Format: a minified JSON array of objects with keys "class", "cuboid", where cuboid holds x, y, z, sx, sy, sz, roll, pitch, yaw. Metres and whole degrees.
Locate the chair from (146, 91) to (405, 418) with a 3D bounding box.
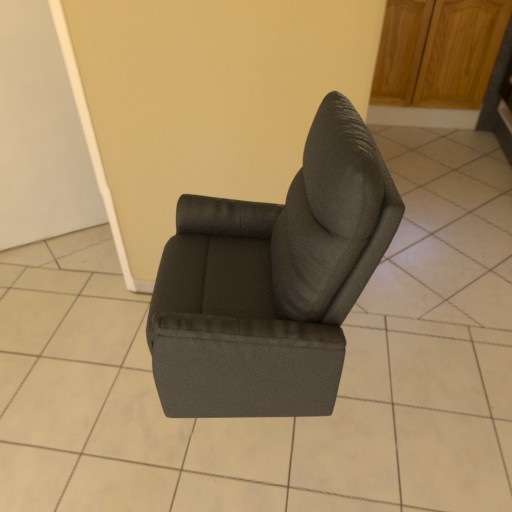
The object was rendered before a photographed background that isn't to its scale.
[{"class":"chair","cuboid":[0.000,0.000,1.688,0.831,1.082,0.775,0,41,-1]}]
